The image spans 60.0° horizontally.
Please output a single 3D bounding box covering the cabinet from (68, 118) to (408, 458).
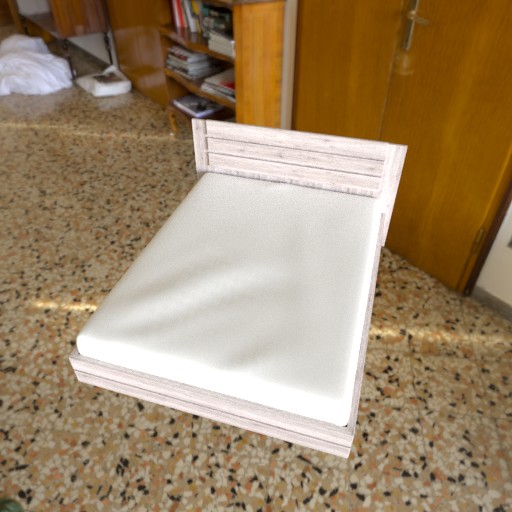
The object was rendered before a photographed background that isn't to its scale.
[{"bbox_3d":[0.000,0.000,3.070,1.750,0.970,2.080,11,41,13],"label":"cabinet"}]
